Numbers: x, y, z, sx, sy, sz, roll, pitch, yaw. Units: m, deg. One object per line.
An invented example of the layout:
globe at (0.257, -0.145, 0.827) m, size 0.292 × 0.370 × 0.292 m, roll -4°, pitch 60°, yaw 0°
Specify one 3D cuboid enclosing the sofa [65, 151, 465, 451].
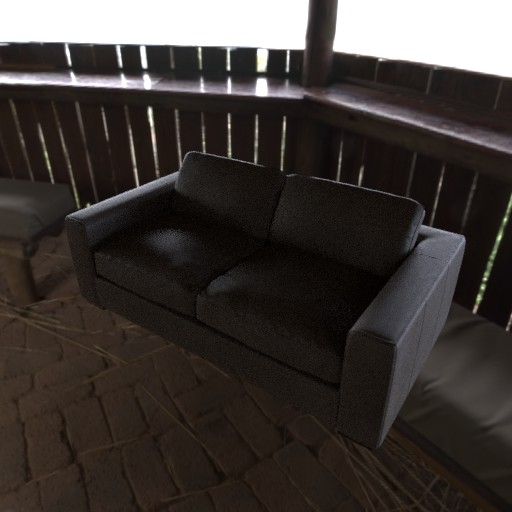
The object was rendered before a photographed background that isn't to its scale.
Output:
sofa at (0.000, 0.000, 2.447) m, size 1.920 × 0.800 × 1.070 m, roll 19°, pitch 35°, yaw 30°
